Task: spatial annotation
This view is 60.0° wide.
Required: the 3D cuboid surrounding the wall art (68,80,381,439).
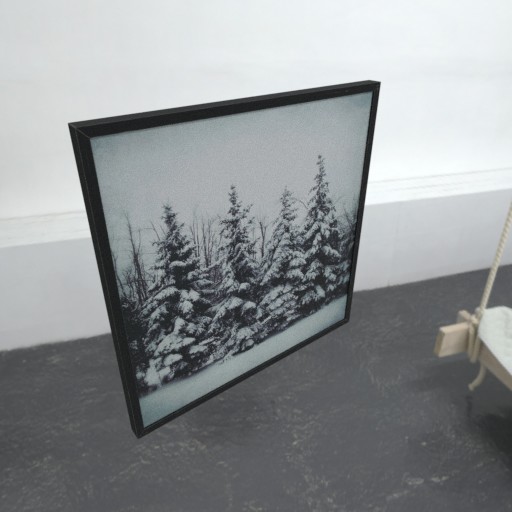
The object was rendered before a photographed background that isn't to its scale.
[{"bbox_3d":[0.000,0.000,1.115,0.761,0.761,0.037,-21,36,-32],"label":"wall art"}]
